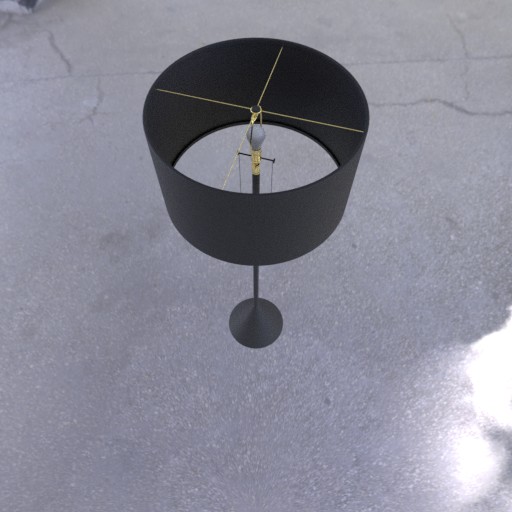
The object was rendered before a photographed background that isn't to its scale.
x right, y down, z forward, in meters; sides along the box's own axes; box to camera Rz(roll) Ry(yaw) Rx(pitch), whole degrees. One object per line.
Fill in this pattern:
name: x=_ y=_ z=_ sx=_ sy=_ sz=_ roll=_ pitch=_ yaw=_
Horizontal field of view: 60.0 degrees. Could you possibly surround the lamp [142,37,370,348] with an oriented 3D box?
lamp: x=0.000 y=0.000 z=1.796 sx=0.580 sy=1.526 sz=0.580 roll=14 pitch=61 yaw=8
